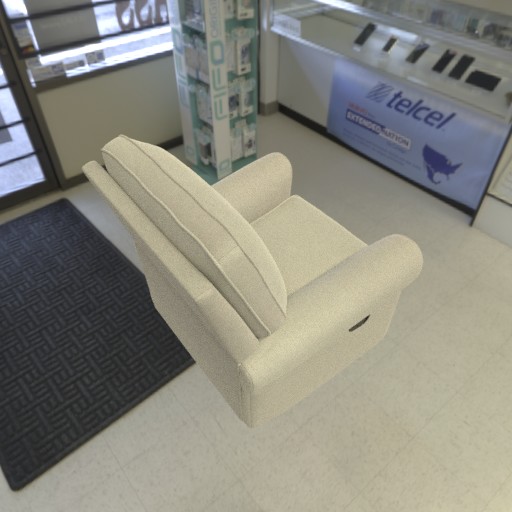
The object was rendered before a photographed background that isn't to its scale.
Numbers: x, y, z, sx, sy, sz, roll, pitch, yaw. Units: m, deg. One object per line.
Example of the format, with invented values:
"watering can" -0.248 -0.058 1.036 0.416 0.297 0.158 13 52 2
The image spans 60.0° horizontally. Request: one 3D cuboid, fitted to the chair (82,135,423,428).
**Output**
"chair" 0.000 0.000 1.671 0.878 0.960 0.890 -27 50 -26
